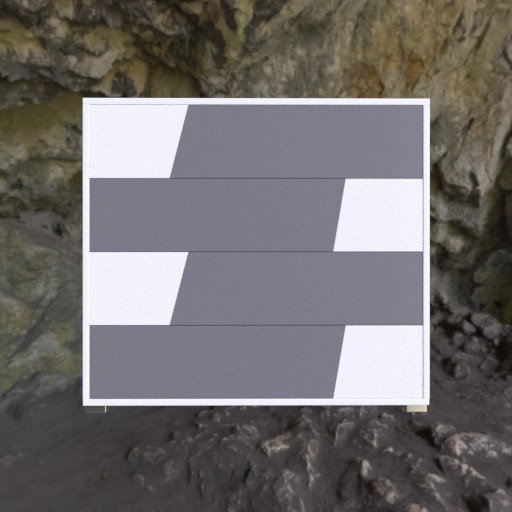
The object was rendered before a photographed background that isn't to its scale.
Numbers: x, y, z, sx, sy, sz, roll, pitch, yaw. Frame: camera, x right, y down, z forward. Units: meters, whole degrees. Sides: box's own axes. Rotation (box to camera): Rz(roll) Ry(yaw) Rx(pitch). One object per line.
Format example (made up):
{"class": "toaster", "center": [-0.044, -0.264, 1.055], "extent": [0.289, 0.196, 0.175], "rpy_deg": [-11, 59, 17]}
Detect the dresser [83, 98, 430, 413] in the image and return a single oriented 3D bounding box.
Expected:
{"class": "dresser", "center": [0.000, 0.000, 1.633], "extent": [1.100, 1.000, 0.460], "rpy_deg": [0, 0, 0]}
